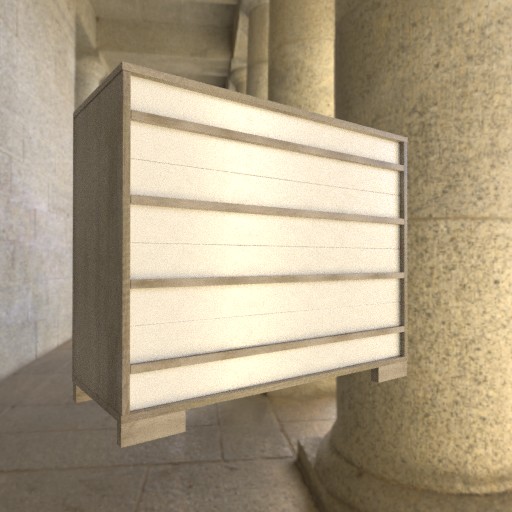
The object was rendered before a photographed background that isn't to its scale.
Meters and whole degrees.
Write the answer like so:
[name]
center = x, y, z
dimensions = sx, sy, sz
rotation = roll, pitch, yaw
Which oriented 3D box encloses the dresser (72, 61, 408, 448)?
[dresser]
center = 0.000, 0.000, 1.388
dimensions = 0.994, 0.816, 0.404
rotation = 0, -1, -36
